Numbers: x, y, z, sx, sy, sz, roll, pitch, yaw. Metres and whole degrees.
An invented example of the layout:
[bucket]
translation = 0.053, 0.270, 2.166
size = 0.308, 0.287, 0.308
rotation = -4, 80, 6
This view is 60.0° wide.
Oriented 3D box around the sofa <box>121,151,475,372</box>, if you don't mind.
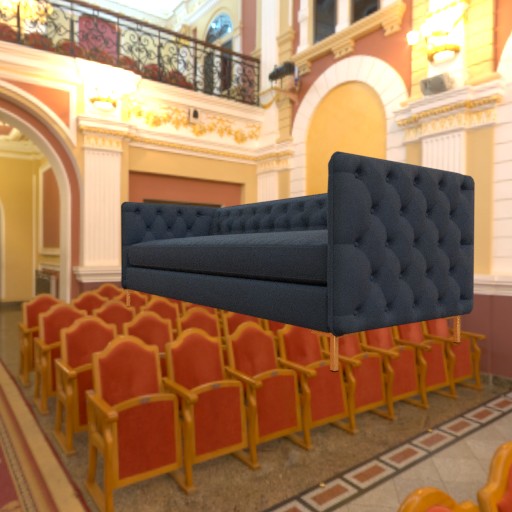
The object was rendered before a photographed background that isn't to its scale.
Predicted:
[sofa]
translation = 0.000, 0.000, 2.617
size = 0.895, 0.771, 2.209
rotation = -1, 1, -36
